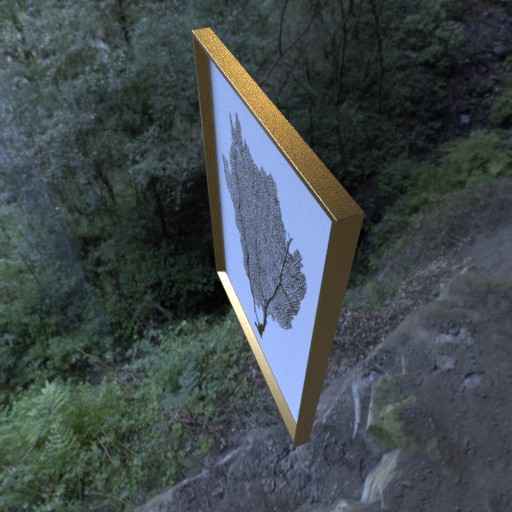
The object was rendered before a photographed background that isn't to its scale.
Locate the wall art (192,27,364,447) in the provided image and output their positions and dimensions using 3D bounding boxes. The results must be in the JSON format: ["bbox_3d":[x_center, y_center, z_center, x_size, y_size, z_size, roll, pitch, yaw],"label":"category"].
[{"bbox_3d":[0.000,0.000,1.000,0.038,0.762,0.610,-16,50,-14],"label":"wall art"}]
